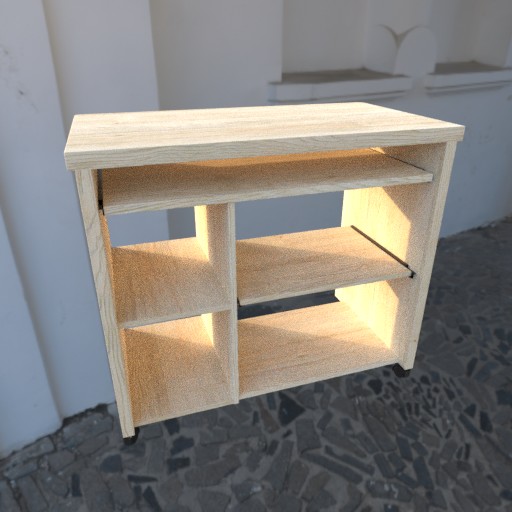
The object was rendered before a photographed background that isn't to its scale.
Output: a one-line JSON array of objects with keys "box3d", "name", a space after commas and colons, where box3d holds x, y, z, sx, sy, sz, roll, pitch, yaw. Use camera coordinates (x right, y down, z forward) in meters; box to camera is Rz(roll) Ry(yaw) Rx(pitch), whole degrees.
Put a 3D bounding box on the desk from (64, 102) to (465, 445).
[{"box3d": [0.000, 0.000, 1.296, 0.885, 0.770, 0.480, -8, 27, -16], "name": "desk"}]
